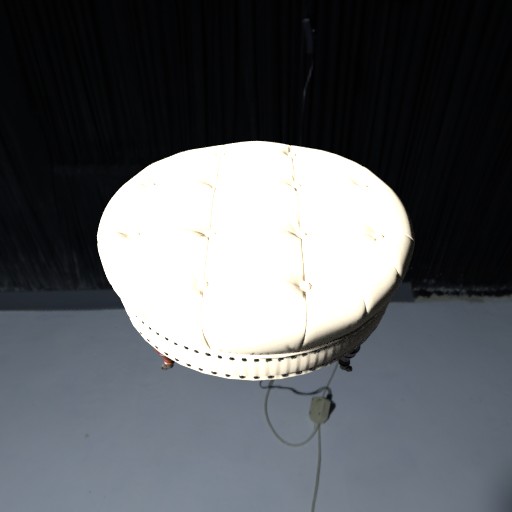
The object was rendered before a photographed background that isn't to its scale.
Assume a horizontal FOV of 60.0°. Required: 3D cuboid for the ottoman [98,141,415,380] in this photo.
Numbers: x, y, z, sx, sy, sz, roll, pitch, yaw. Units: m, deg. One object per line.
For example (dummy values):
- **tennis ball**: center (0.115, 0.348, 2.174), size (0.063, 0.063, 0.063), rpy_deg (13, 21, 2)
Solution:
- **ottoman**: center (0.000, 0.000, 1.402), size (0.901, 0.439, 0.901), rpy_deg (0, 42, 0)
